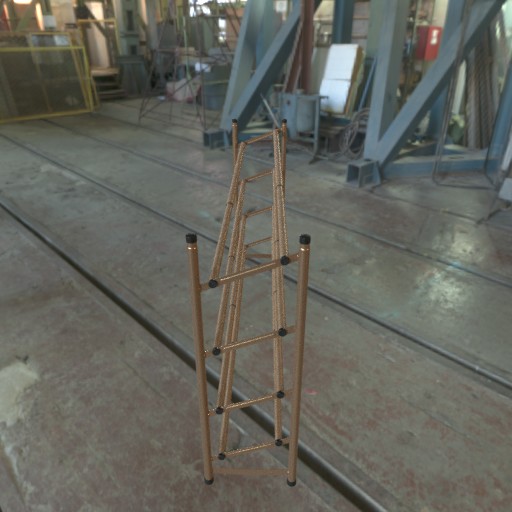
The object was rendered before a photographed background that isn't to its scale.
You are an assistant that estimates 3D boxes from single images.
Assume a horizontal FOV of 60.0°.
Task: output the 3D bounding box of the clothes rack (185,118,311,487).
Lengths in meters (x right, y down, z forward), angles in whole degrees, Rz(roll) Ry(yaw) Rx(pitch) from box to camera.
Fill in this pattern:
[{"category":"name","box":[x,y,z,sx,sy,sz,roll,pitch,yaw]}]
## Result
[{"category":"clothes rack","box":[0.000,0.000,1.456,0.229,0.672,1.168,1,27,1]}]
